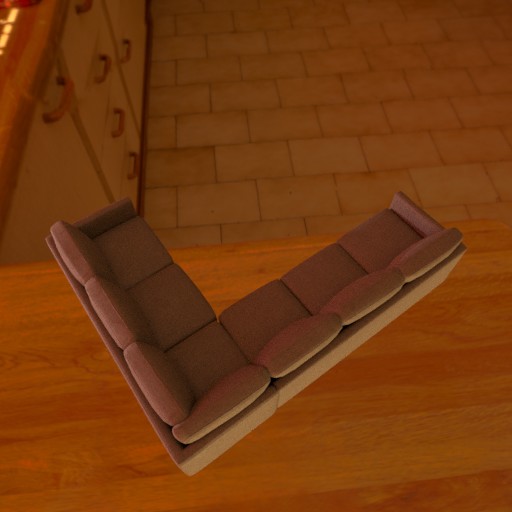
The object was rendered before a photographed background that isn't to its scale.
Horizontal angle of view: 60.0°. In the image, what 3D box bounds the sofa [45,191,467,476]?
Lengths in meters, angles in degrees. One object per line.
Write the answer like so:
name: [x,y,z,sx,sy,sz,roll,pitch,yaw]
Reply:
sofa: [0.000,0.000,4.509,3.302,0.947,2.593,-32,63,-19]
